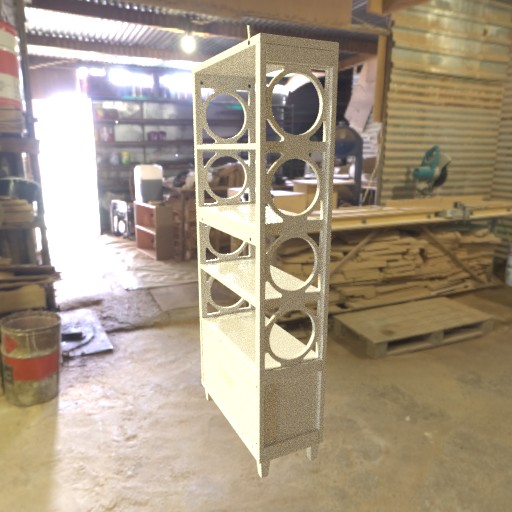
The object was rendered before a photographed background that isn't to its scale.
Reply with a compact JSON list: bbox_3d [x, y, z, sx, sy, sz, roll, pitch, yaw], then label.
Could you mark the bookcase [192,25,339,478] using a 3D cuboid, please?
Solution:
[{"bbox_3d":[0.000,0.000,2.145,0.361,1.869,0.761,-7,15,-25],"label":"bookcase"}]
